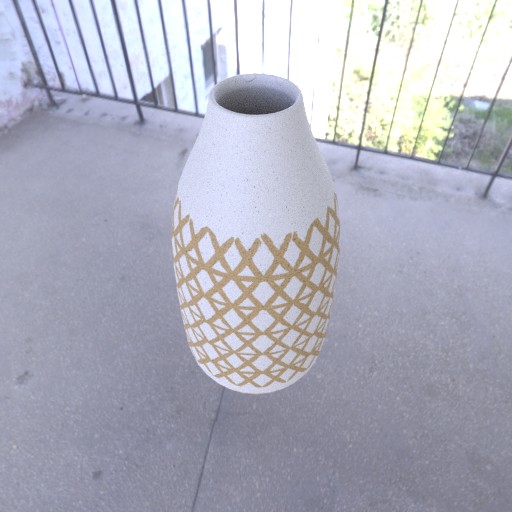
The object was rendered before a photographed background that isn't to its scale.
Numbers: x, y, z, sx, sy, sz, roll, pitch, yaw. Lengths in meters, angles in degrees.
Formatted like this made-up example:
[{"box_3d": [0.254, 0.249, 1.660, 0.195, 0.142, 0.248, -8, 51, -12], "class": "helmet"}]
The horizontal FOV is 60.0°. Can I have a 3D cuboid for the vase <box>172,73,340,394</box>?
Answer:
[{"box_3d": [0.000, 0.000, 0.493, 0.186, 0.380, 0.186, 0, 47, 0], "class": "vase"}]
